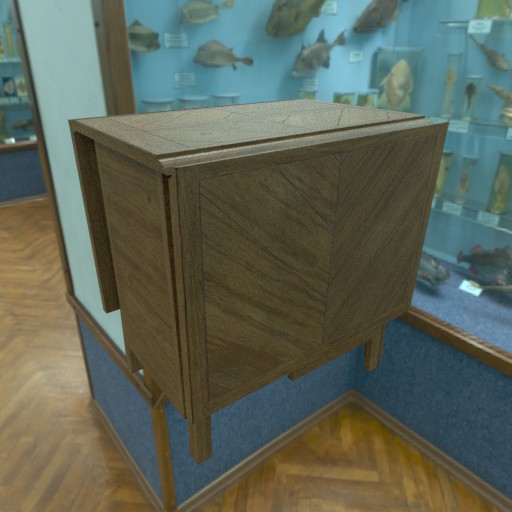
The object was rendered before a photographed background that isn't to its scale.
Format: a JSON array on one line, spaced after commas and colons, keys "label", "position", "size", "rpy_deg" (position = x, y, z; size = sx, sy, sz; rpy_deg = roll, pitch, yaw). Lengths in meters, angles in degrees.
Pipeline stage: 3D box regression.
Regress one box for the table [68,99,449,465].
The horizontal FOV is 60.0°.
[{"label": "table", "position": [0.000, 0.000, 1.267], "size": [0.746, 0.763, 0.591], "rpy_deg": [-18, 31, -32]}]
